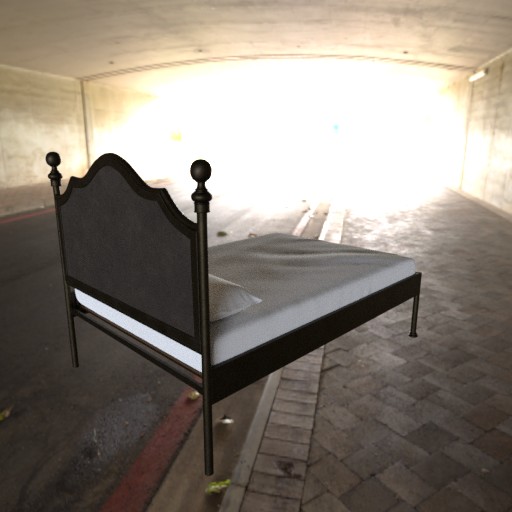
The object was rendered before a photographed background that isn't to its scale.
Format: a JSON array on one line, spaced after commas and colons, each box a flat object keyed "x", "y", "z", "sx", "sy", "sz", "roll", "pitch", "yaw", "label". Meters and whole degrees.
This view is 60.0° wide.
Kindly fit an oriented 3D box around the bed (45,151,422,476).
[{"x": 0.000, "y": 0.000, "z": 3.122, "sx": 1.533, "sy": 1.462, "sz": 2.170, "roll": 14, "pitch": 20, "yaw": 43, "label": "bed"}]
